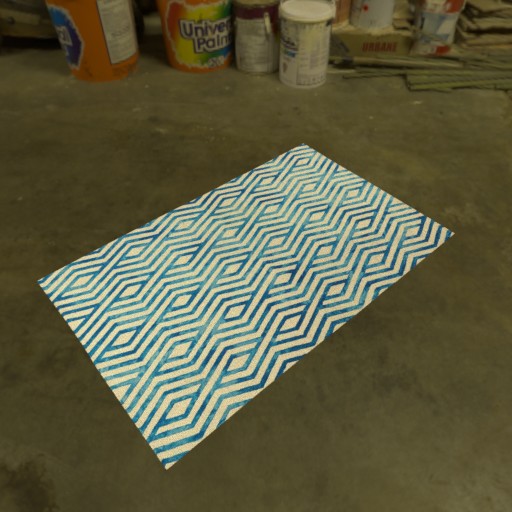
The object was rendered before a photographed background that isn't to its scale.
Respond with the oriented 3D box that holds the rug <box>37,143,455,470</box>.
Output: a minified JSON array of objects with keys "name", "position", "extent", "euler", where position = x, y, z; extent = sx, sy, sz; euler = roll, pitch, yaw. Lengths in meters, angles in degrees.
[{"name":"rug","position":[0.000,0.000,3.024],"extent":[2.439,0.008,1.531],"euler":[-32,55,-27]}]
